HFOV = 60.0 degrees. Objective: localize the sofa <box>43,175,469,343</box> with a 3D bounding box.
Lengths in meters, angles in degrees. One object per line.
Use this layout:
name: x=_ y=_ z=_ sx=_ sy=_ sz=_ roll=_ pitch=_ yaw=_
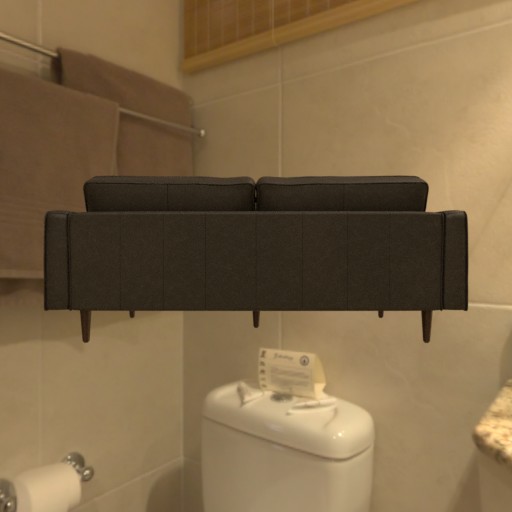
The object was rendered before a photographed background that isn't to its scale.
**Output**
sofa: x=0.000 y=0.000 z=2.363 sx=1.879 sy=0.770 sz=0.921 roll=0 pitch=1 yaw=0
